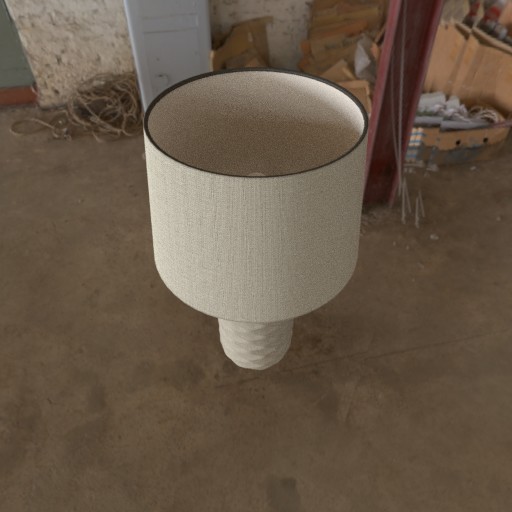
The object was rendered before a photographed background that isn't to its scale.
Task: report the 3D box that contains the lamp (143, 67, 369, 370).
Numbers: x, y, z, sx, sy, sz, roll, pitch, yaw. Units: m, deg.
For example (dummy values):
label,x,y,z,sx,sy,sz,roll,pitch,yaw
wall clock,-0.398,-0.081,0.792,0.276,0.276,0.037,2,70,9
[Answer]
label,x,y,z,sx,sy,sz,roll,pitch,yaw
lamp,0.000,0.000,0.857,0.376,0.594,0.376,0,45,0
